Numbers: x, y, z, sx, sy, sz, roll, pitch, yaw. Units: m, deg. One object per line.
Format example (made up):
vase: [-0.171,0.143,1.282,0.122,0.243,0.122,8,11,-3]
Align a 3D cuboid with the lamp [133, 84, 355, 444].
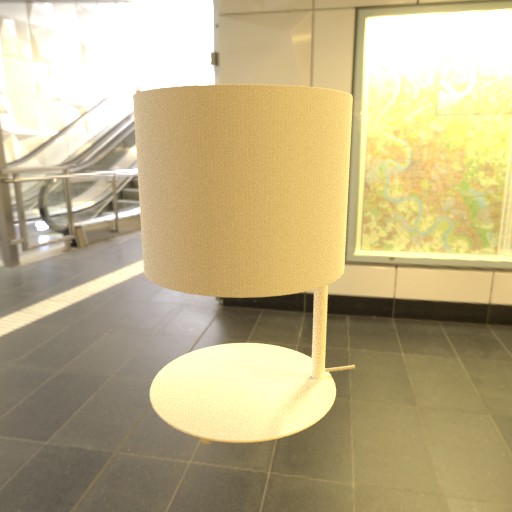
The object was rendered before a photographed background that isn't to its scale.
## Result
lamp: [0.000,0.000,0.676,0.341,0.454,0.299,-2,14,-9]
